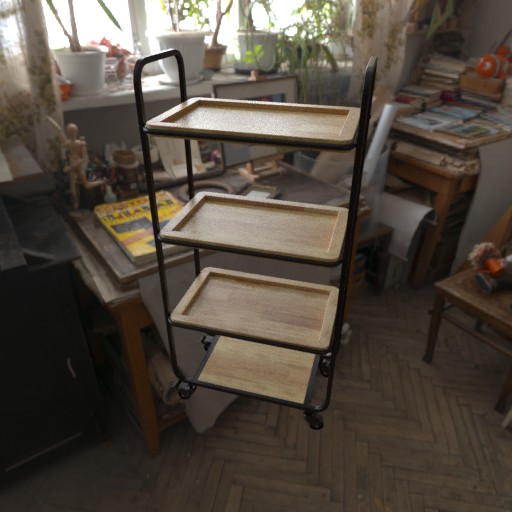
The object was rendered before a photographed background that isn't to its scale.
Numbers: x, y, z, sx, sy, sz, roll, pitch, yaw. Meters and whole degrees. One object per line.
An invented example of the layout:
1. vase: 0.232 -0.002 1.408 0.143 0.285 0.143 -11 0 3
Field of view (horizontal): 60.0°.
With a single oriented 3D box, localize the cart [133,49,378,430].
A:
1. cart: 0.000 0.000 1.305 0.545 1.080 0.321 8 32 14
